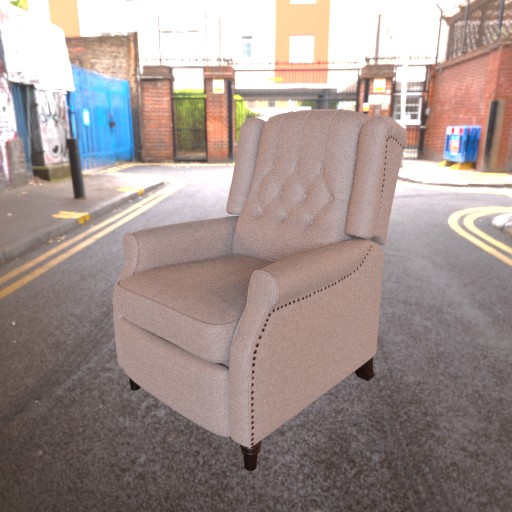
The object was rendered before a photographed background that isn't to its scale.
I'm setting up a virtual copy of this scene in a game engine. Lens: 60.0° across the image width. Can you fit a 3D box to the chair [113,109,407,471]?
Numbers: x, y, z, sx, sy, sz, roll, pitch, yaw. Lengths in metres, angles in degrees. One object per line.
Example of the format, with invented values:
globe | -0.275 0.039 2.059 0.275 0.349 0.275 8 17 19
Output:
chair | 0.000 0.000 1.612 0.742 1.035 0.902 14 21 41
